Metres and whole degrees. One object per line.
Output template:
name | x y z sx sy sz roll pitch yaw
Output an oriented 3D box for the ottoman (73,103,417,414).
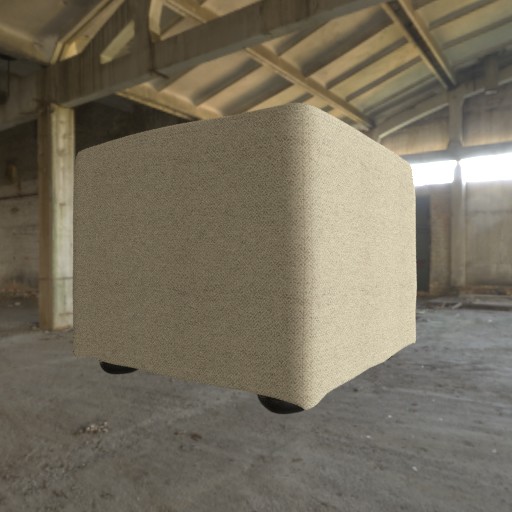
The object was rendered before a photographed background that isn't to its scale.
ottoman | 0.000 0.000 0.903 0.512 0.453 0.521 0 0 35
